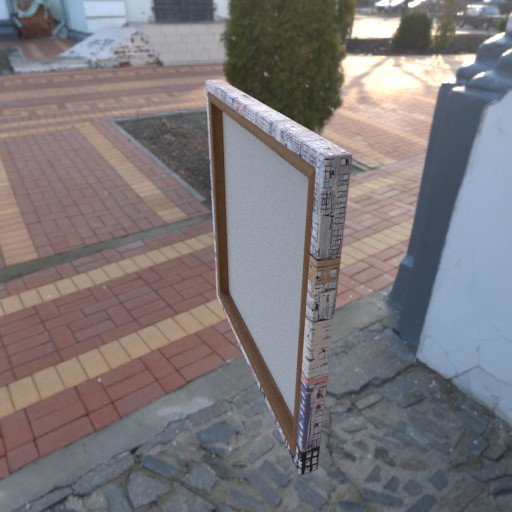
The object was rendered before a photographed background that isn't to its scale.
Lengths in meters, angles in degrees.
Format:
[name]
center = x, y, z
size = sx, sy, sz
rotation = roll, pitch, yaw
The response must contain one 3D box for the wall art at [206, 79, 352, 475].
[wall art]
center = 0.000, 0.000, 1.159
size = 0.048, 0.762, 0.761
rotation = -10, 31, -16
